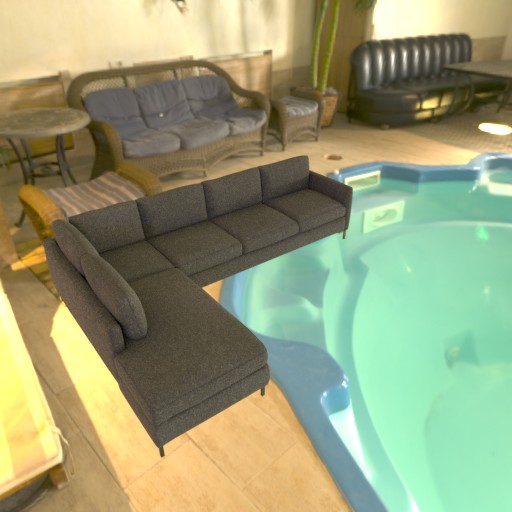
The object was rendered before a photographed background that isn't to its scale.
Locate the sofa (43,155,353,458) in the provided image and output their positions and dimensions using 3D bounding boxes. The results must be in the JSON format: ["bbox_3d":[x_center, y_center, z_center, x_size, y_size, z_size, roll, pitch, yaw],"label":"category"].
[{"bbox_3d":[0.000,0.000,3.803,2.949,0.815,2.007,-22,37,-32],"label":"sofa"}]
